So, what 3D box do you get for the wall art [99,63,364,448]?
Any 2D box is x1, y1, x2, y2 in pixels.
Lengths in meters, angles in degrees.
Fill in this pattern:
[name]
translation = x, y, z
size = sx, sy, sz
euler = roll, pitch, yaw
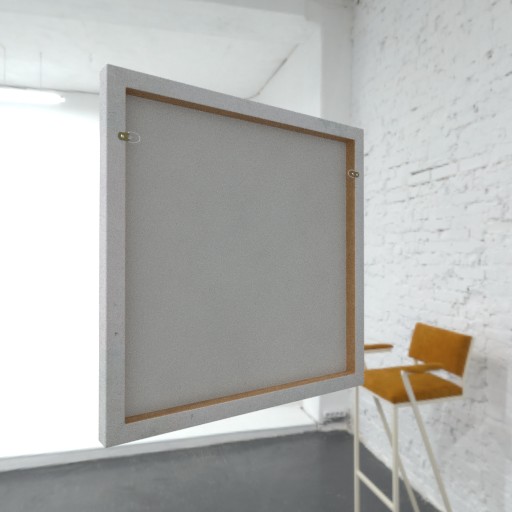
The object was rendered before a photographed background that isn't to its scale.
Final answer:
[wall art]
translation = 0.000, 0.000, 0.895
size = 0.612, 0.612, 0.040
euler = 0, -1, -36
